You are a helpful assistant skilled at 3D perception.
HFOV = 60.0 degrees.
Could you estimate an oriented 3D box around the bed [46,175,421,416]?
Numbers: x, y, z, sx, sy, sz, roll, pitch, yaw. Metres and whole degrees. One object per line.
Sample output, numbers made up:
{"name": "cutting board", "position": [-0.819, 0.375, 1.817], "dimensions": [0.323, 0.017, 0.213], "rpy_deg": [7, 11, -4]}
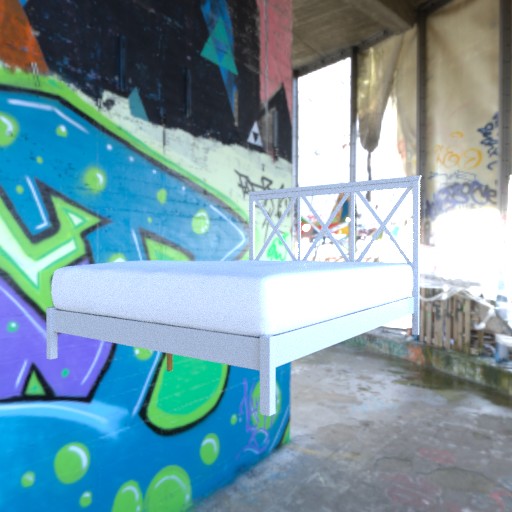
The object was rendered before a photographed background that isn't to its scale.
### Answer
{"name": "bed", "position": [0.000, 0.000, 3.105], "dimensions": [1.673, 1.253, 2.135], "rpy_deg": [0, 1, 35]}
